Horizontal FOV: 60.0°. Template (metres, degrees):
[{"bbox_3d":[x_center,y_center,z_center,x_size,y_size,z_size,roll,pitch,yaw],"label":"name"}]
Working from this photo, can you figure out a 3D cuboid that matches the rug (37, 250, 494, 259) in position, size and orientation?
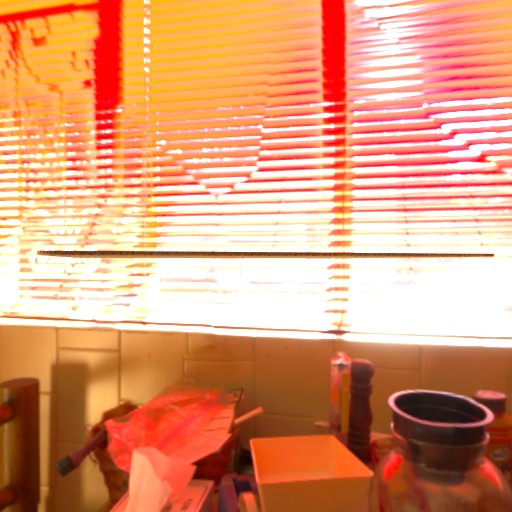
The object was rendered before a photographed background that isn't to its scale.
[{"bbox_3d":[0.000,0.000,3.298,2.700,0.024,1.801,0,-1,-17],"label":"rug"}]
